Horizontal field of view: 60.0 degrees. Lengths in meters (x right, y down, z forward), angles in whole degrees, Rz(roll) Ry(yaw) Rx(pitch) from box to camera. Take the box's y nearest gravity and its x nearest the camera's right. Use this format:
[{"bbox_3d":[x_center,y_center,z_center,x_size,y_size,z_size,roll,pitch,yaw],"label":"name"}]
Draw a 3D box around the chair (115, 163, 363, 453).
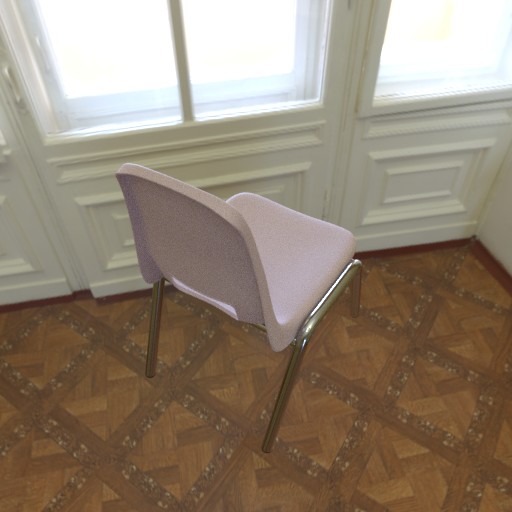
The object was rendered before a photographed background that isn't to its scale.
[{"bbox_3d":[0.000,0.000,0.853,0.354,0.586,0.423,24,50,22],"label":"chair"}]
